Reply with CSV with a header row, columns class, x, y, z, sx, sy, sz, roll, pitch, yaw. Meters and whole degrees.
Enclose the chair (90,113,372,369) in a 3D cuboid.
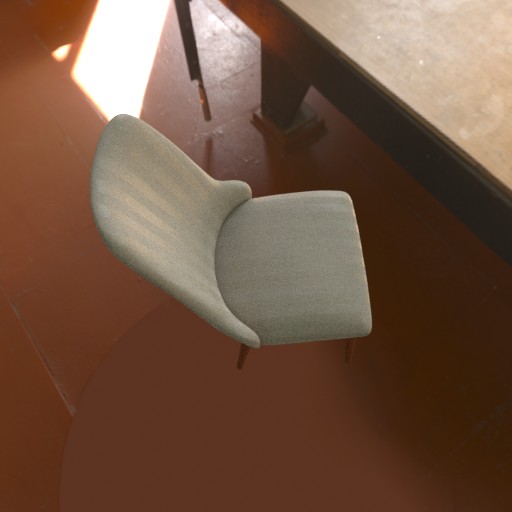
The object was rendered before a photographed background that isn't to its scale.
class,x,y,z,sx,sy,sz,roll,pitch,yaw
chair,0.000,0.000,1.328,0.684,0.917,0.526,-3,66,-1
